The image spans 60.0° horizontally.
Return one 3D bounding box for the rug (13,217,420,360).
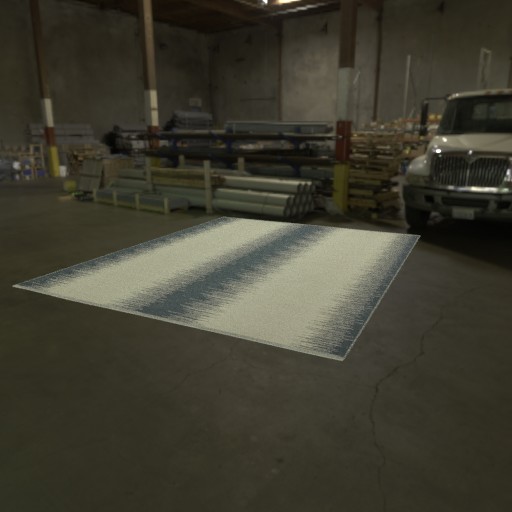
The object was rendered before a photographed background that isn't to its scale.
[{"bbox_3d":[0.000,0.000,3.989,2.453,0.004,3.037,8,17,25],"label":"rug"}]
